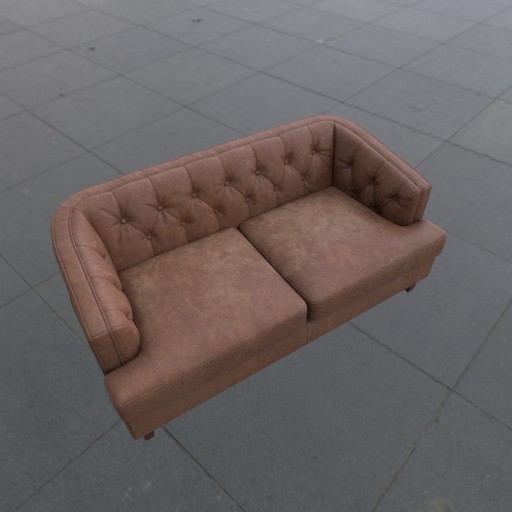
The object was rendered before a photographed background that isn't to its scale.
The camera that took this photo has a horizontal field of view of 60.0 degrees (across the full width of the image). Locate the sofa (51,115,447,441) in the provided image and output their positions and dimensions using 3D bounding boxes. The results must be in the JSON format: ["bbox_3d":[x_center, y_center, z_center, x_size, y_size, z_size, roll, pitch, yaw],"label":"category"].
[{"bbox_3d":[0.000,0.000,2.224,1.755,0.786,0.914,-24,49,-22],"label":"sofa"}]
